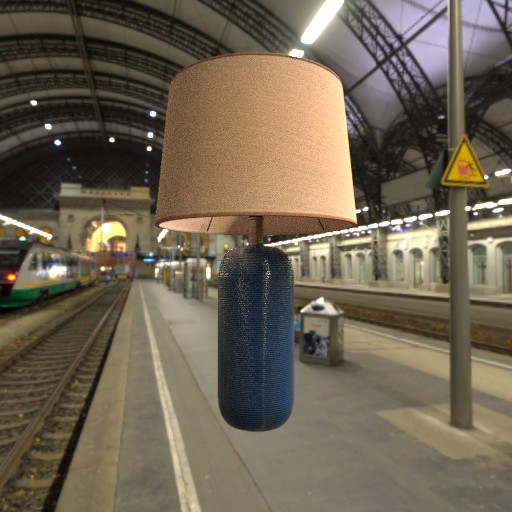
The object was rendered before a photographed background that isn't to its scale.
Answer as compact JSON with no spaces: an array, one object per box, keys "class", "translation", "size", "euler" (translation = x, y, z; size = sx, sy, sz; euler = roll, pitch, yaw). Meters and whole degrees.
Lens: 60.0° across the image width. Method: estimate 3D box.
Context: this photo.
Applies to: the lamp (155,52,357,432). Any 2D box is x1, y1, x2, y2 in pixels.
[{"class":"lamp","translation":[0.000,0.000,0.823],"size":[0.367,0.609,0.367],"euler":[0,-2,0]}]
